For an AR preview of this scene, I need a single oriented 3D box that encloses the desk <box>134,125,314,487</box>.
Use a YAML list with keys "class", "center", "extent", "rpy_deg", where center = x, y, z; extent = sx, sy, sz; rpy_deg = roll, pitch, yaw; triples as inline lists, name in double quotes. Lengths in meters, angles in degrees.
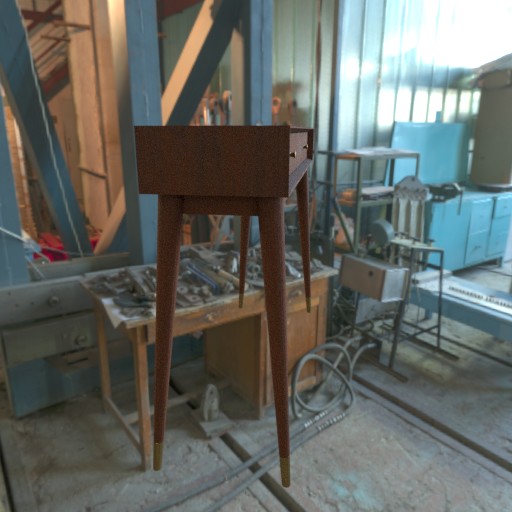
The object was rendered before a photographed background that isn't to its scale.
- class: "desk"
  center: [0.000, 0.000, 1.643]
  extent: [0.384, 0.917, 1.204]
  rpy_deg: [3, 16, 9]
